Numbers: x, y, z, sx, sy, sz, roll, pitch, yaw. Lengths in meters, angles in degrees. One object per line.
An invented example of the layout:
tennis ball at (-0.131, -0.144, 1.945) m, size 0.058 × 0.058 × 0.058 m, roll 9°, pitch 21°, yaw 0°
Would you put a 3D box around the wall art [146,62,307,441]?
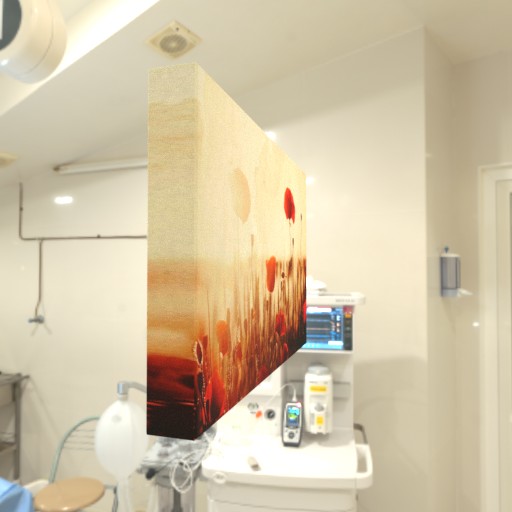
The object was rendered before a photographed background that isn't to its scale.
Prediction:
wall art at (0.000, 0.000, 0.481) m, size 0.037 × 0.251 × 0.383 m, roll 0°, pitch -1°, yaw 17°
